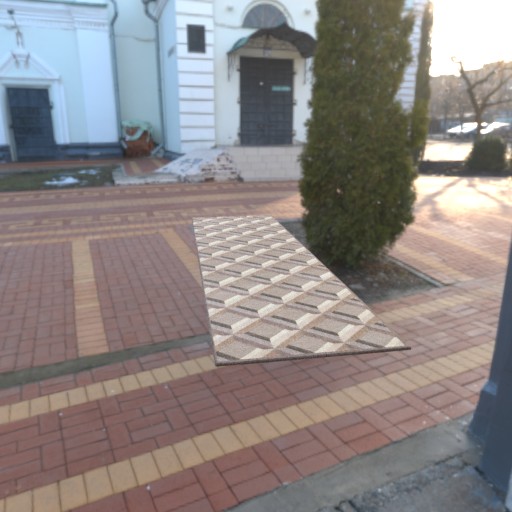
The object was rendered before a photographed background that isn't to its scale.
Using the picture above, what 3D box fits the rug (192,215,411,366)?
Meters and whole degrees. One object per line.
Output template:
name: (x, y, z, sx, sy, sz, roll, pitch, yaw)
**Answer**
rug: (0.000, 0.000, 2.634, 0.685, 0.013, 2.437, -3, 16, -9)
